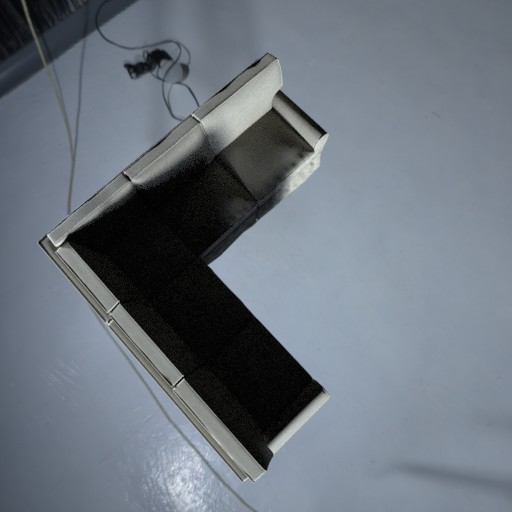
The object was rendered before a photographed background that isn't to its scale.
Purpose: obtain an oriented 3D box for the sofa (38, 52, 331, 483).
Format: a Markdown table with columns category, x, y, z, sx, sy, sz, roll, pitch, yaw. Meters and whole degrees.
| category | x | y | z | sx | sy | sz | roll | pitch | yaw |
| --- | --- | --- | --- | --- | --- | --- | --- | --- | --- |
| sofa | 0.000 | 0.000 | 3.998 | 2.623 | 1.081 | 2.618 | -43 | 80 | -9 |
